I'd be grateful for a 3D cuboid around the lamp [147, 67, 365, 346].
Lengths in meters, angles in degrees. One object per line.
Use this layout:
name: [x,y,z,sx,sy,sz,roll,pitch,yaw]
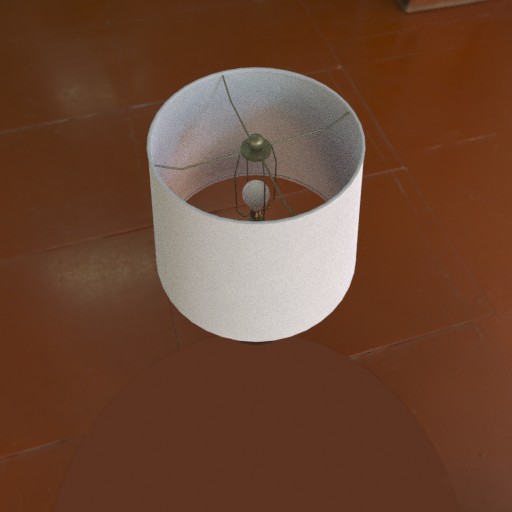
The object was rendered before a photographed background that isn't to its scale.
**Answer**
lamp: [0.000,0.000,0.554,0.239,0.399,0.239,0,59,0]
